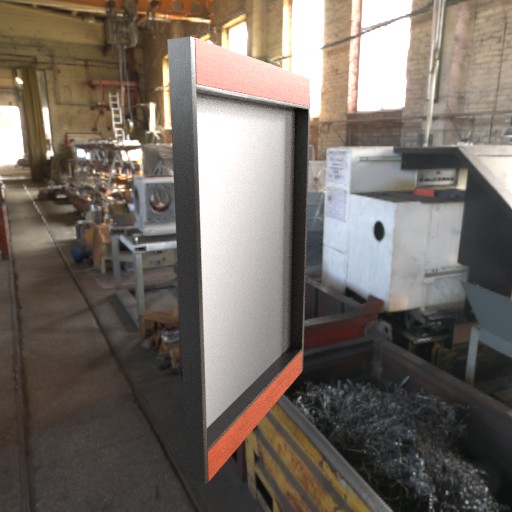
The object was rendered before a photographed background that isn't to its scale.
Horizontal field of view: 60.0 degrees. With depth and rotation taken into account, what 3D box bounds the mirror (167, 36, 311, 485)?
[{"bbox_3d":[0.000,0.000,1.019,0.047,0.823,0.525,7,16,27],"label":"mirror"}]
